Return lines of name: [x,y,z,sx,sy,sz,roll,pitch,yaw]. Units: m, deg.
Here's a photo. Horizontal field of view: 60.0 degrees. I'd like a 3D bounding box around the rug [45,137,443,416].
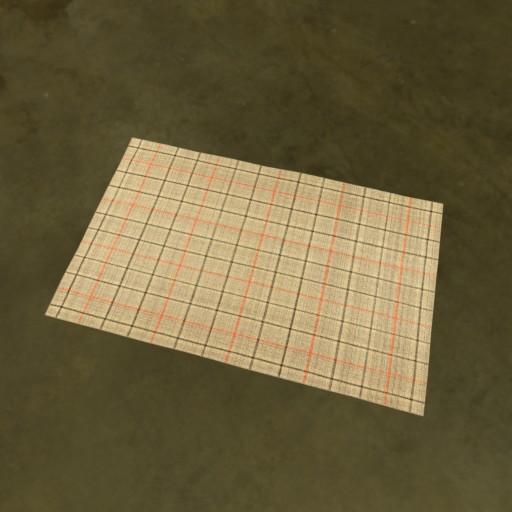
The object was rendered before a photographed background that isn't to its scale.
rug: [0.000,0.000,3.065,2.439,0.015,1.524,13,65,6]
